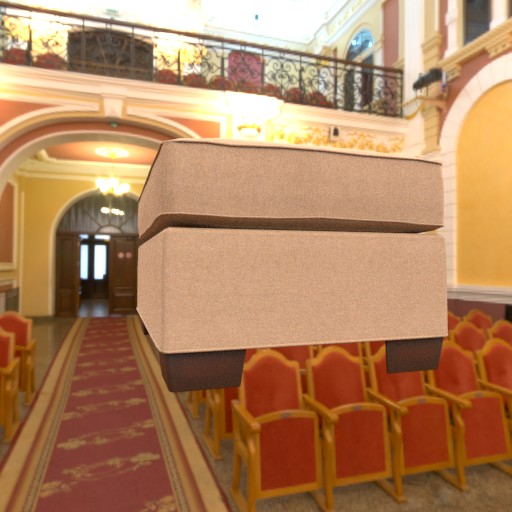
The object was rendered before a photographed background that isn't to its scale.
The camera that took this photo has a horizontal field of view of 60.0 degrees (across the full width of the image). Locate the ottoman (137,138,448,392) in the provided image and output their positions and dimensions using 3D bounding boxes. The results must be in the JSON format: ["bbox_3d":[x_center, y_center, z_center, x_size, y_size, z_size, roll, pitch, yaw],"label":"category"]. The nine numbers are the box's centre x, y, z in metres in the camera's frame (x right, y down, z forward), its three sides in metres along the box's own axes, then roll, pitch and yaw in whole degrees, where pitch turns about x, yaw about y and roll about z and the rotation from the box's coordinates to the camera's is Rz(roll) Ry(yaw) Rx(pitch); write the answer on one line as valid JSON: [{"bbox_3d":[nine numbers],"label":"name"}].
[{"bbox_3d":[0.000,0.000,1.257,0.617,0.503,0.846,0,-1,-18],"label":"ottoman"}]
